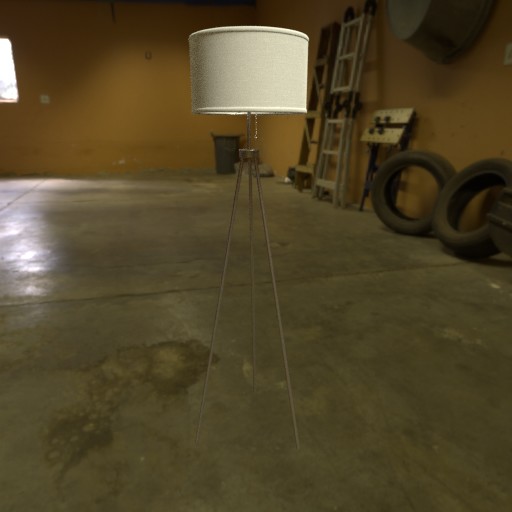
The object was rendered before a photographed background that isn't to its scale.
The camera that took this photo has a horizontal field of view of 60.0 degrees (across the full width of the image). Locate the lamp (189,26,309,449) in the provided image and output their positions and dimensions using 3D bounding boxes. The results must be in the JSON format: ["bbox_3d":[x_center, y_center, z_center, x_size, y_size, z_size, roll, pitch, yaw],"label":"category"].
[{"bbox_3d":[0.000,0.000,1.730,0.458,1.545,0.448,9,18,28],"label":"lamp"}]
